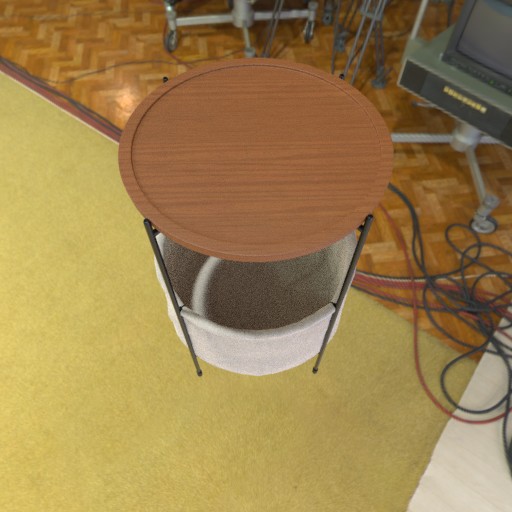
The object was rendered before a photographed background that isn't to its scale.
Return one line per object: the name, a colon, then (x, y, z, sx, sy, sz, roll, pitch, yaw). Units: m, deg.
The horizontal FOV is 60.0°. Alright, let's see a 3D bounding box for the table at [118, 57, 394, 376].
table: (0.000, 0.000, 0.890, 0.393, 0.623, 0.393, -1, 58, -1)
